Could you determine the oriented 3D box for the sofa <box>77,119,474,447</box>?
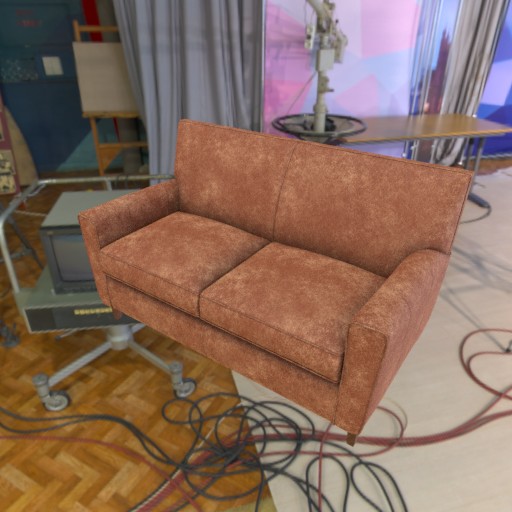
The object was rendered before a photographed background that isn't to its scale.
[{"bbox_3d":[0.000,0.000,1.974,1.473,0.871,0.787,19,35,30],"label":"sofa"}]
